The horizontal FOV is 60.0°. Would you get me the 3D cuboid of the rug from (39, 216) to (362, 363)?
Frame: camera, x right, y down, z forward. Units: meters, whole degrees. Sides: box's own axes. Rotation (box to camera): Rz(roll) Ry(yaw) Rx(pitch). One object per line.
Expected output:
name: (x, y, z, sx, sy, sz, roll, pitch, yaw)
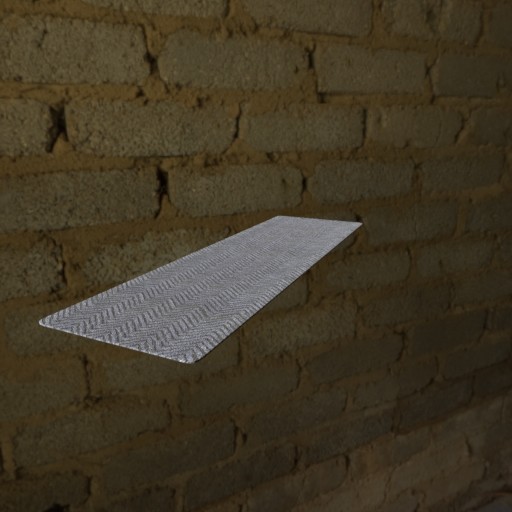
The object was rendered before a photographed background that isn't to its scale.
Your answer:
rug: (0.000, 0.000, 2.457, 0.686, 0.008, 2.286, 7, 18, 24)
